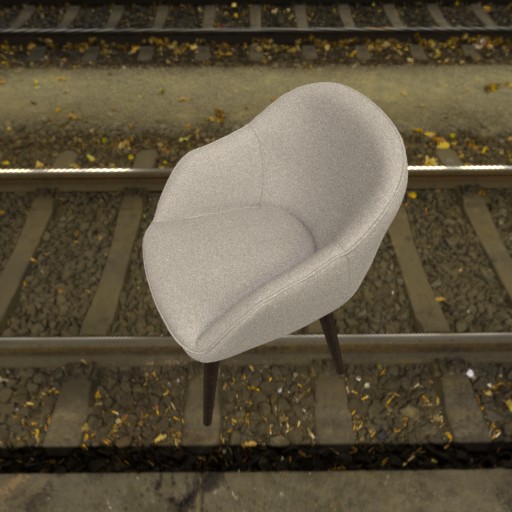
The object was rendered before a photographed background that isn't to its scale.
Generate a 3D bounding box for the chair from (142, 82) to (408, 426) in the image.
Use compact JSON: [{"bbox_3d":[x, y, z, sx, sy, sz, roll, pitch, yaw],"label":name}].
[{"bbox_3d":[0.000,0.000,1.256,0.611,0.810,0.589,-16,49,-15],"label":"chair"}]
